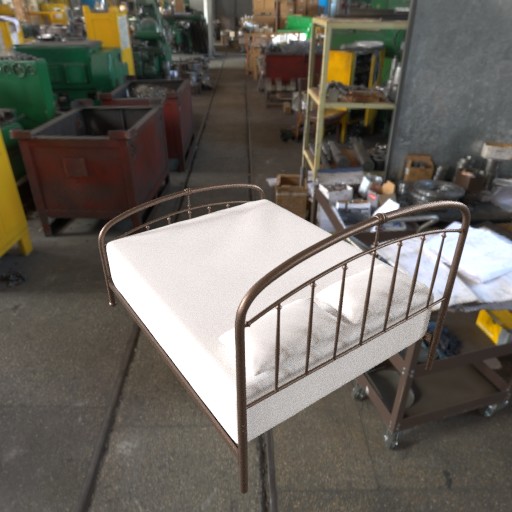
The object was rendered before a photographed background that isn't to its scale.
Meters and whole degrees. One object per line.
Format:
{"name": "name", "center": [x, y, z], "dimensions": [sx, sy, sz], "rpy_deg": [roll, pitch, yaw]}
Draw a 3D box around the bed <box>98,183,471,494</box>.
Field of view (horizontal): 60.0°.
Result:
{"name": "bed", "center": [0.000, 0.000, 3.265], "dimensions": [1.711, 1.475, 2.168], "rpy_deg": [-19, 35, -30]}
